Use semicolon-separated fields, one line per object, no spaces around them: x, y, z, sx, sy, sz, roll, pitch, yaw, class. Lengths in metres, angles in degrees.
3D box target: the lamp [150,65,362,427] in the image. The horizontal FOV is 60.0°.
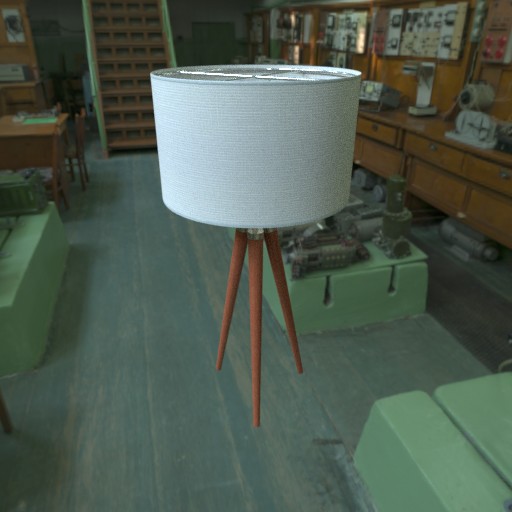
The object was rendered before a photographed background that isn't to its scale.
0.000;0.000;0.919;0.354;0.709;0.355;-8;28;-15;lamp
